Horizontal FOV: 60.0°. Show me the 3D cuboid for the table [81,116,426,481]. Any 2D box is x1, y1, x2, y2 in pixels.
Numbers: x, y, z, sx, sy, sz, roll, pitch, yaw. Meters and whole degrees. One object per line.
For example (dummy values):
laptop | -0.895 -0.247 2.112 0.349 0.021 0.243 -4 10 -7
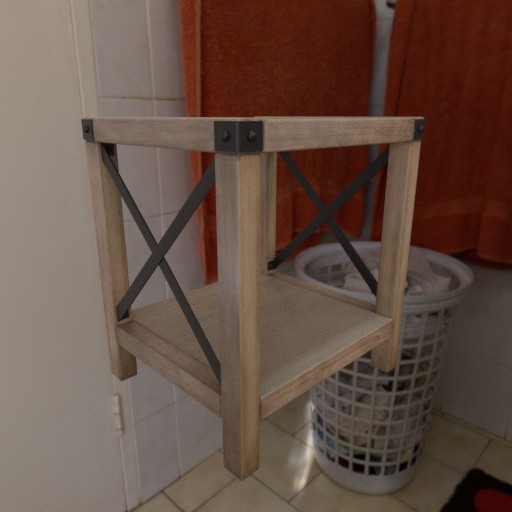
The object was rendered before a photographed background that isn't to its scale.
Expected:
table | 0.000 0.000 0.937 0.510 0.561 0.459 -16 24 -42
